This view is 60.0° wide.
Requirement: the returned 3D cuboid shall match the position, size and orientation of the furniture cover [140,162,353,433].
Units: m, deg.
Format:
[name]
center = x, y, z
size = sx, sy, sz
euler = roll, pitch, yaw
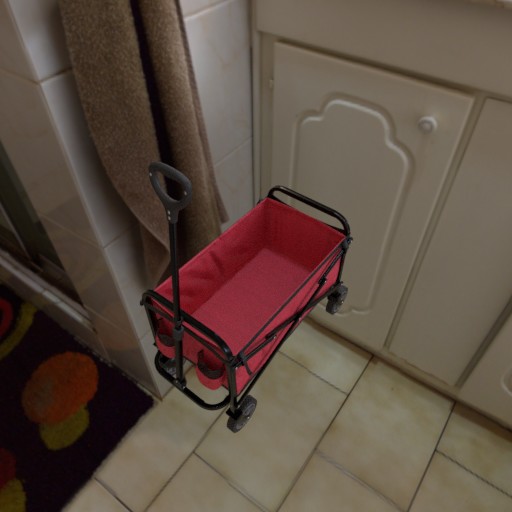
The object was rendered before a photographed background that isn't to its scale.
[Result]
[furniture cover]
center = 0.000, 0.000, 1.838
size = 0.532, 1.295, 1.038
euler = 30, 53, 25
